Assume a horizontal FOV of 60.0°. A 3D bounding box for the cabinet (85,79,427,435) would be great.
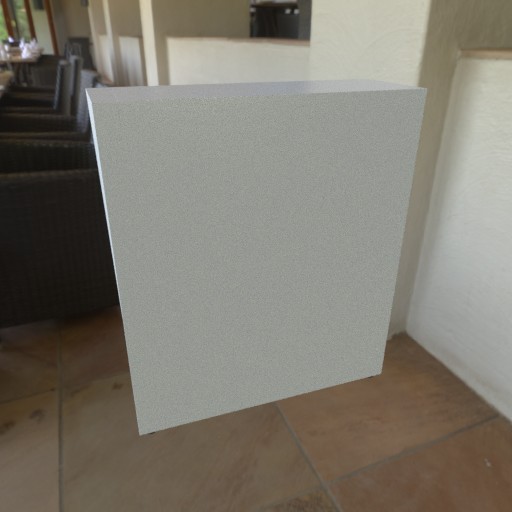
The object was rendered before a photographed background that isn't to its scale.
[{"bbox_3d":[0.000,0.000,1.616,0.990,1.150,0.348,-9,28,-17],"label":"cabinet"}]
